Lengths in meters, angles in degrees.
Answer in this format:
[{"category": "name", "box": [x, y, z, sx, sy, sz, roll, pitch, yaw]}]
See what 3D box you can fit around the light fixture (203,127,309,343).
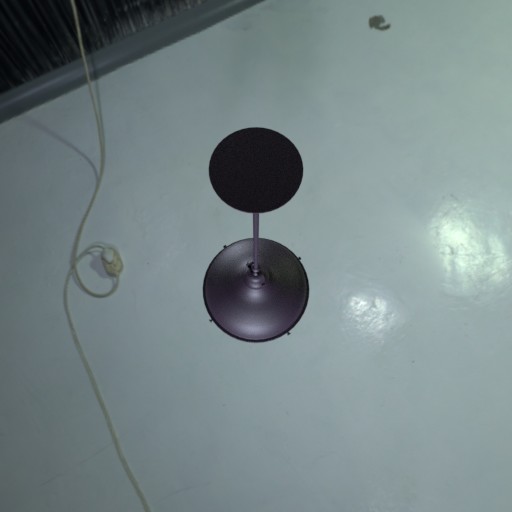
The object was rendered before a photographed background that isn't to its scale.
[{"category": "light fixture", "box": [0.000, 0.000, 1.016, 0.341, 0.849, 0.341, -35, 77, -9]}]
